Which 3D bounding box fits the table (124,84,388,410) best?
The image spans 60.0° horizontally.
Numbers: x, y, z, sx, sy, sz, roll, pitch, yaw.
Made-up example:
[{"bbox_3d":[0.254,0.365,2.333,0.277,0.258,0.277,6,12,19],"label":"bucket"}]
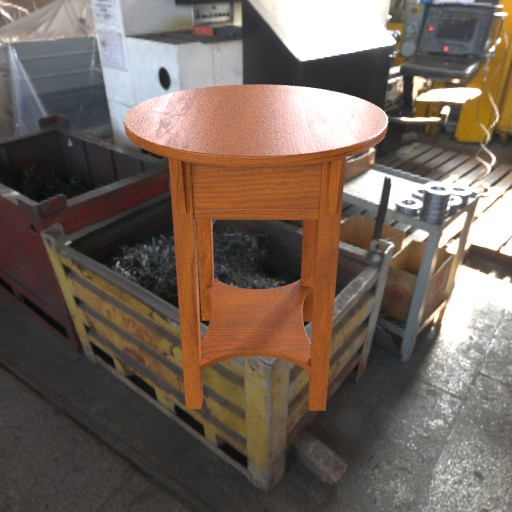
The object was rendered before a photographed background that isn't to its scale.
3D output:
[{"bbox_3d":[0.000,0.000,0.953,0.457,0.610,0.457,0,33,0],"label":"table"}]
